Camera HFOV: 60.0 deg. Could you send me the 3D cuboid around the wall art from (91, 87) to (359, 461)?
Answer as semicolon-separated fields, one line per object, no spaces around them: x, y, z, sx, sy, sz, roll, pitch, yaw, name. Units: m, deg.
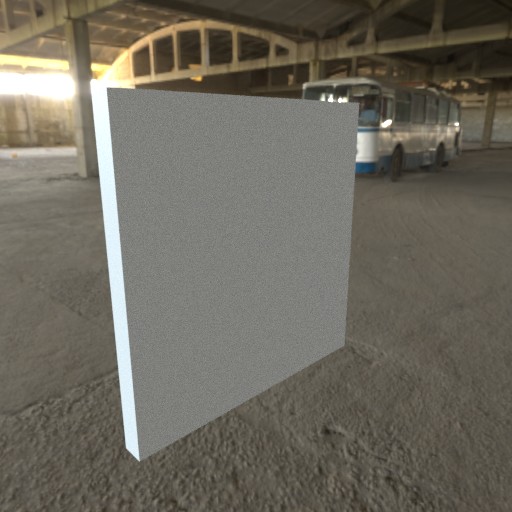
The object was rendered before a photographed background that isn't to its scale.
0.000;0.000;0.526;0.355;0.355;0.027;-15;22;-42;wall art
